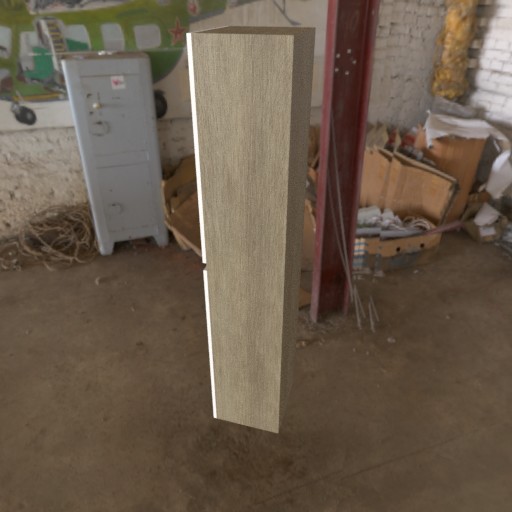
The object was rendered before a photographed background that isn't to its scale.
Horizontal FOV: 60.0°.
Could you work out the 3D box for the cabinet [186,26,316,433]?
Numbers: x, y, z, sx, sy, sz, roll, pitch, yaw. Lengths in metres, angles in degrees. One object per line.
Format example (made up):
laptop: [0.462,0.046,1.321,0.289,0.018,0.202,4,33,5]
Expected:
cabinet: [0.000,0.000,1.538,0.270,1.400,0.300,8,32,14]
